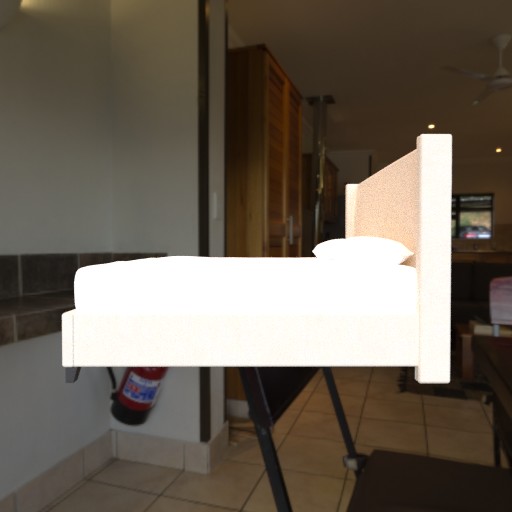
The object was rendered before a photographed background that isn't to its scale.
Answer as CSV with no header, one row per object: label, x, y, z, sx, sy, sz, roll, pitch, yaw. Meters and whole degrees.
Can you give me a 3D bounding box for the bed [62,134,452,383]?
bed,0.000,0.000,3.664,2.293,1.471,2.145,0,1,0
